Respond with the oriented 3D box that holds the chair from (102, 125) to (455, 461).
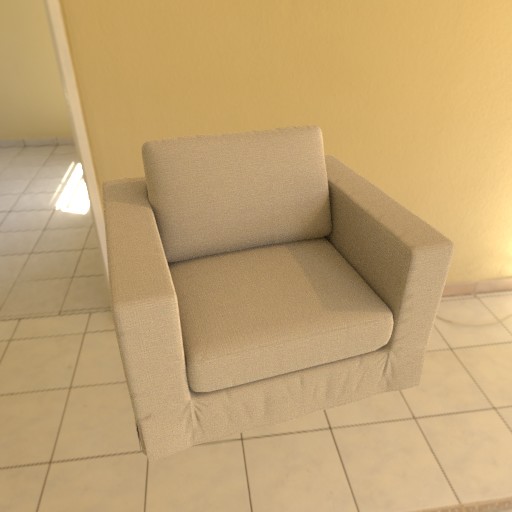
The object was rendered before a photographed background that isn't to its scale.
[{"bbox_3d":[0.000,0.000,1.807,1.150,0.878,0.957,-10,33,-15],"label":"chair"}]
